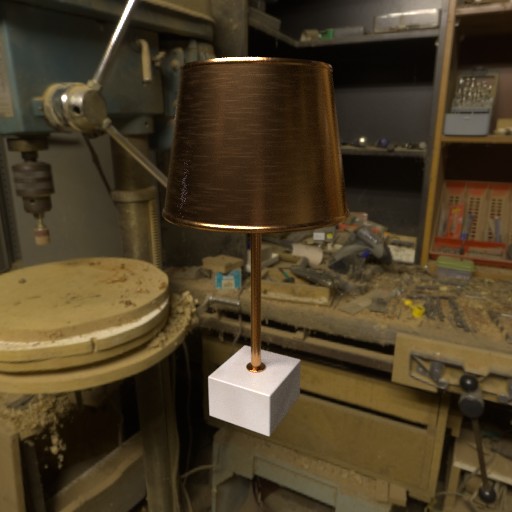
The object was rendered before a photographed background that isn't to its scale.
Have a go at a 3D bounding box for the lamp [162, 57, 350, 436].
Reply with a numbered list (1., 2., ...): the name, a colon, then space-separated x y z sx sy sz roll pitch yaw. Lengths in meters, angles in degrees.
1. lamp: 0.000 0.000 0.517 0.208 0.406 0.208 0 17 0
